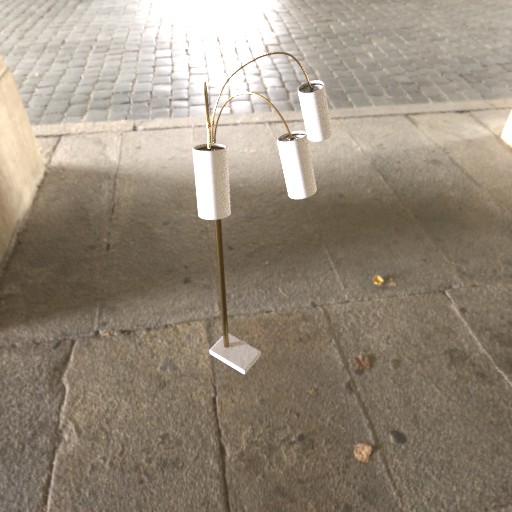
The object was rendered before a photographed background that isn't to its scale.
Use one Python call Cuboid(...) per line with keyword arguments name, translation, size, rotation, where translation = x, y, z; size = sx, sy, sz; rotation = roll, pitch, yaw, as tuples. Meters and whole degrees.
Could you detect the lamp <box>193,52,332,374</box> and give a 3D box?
Cuboid(name="lamp", translation=(0.000, 0.000, 2.516), size=(0.667, 2.055, 1.020), rotation=(24, 46, 26))
